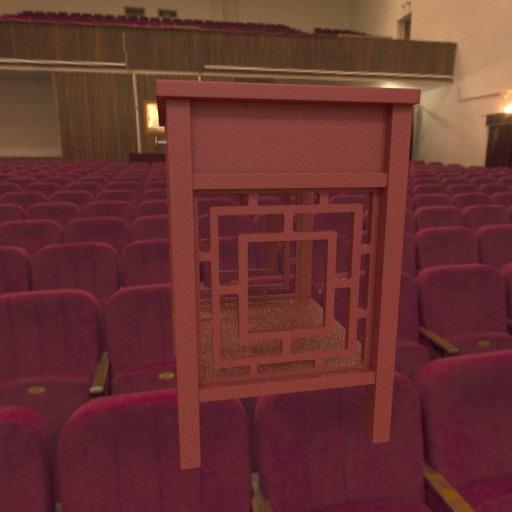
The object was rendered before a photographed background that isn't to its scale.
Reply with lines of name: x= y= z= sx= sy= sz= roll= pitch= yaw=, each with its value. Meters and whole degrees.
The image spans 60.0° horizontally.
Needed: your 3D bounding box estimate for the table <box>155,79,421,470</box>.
table: x=0.000 y=0.000 z=1.067 sx=0.451 sy=0.686 sz=0.599 roll=-2 pitch=12 yaw=-11
